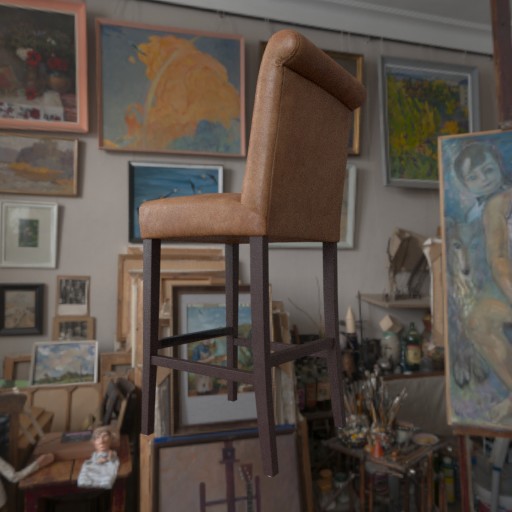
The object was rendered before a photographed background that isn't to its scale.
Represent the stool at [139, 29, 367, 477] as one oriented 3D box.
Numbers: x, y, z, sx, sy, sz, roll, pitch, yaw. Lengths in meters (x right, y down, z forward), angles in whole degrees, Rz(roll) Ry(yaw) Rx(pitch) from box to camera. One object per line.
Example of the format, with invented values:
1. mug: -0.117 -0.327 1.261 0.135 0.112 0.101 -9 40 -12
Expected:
1. stool: 0.000 0.000 1.434 0.601 1.140 0.493 -1 -1 36
